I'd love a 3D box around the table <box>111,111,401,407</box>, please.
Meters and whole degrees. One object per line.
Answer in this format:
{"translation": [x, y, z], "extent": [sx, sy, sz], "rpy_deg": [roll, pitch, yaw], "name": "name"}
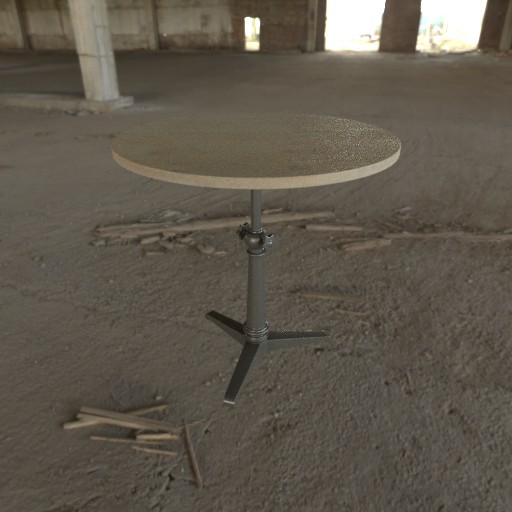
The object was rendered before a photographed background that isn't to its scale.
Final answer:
{"translation": [0.000, 0.000, 1.452], "extent": [0.800, 0.780, 0.800], "rpy_deg": [0, 27, 0], "name": "table"}
